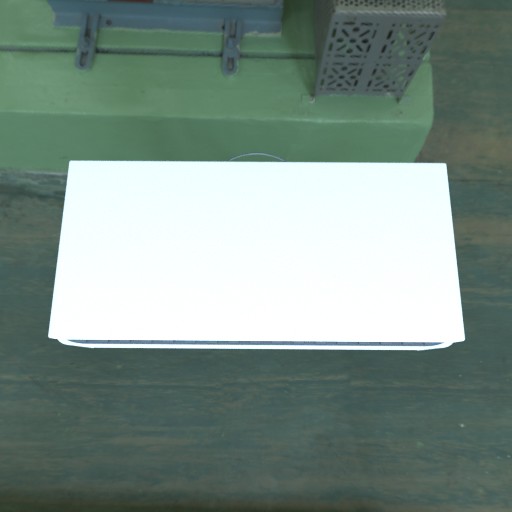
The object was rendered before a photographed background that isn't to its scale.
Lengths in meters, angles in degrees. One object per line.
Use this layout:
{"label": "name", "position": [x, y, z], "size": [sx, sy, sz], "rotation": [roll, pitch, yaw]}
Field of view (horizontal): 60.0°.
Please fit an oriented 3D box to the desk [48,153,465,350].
{"label": "desk", "position": [0.000, 0.000, 2.241], "size": [1.900, 0.526, 0.900], "rotation": [0, 76, 0]}
